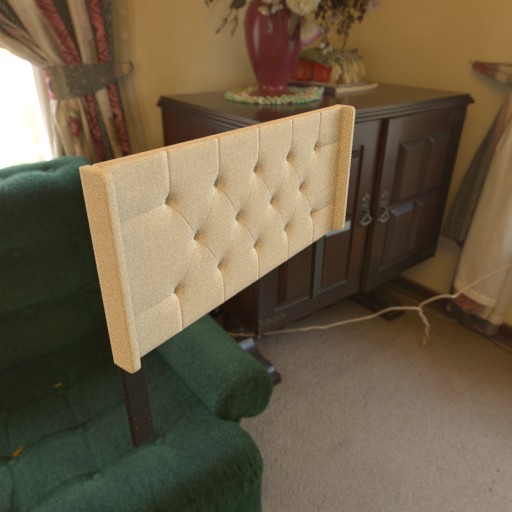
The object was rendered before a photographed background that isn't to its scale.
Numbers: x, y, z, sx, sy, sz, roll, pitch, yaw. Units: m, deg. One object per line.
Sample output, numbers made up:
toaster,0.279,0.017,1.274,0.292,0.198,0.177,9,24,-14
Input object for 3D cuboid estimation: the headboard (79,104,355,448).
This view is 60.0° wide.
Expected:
headboard,0.000,0.000,2.680,0.184,1.524,2.051,18,32,32
